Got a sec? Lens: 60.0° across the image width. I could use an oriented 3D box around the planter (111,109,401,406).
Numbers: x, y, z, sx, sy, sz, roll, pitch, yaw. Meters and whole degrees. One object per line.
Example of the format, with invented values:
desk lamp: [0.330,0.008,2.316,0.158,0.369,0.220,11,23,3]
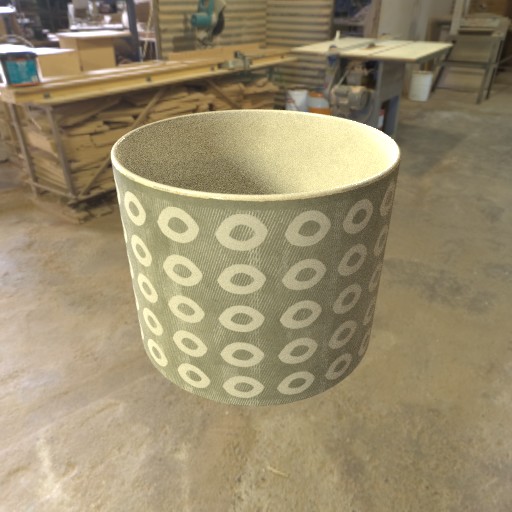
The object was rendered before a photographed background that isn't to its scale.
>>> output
planter: [0.000,0.000,0.457,0.250,0.239,0.250,0,31,0]
